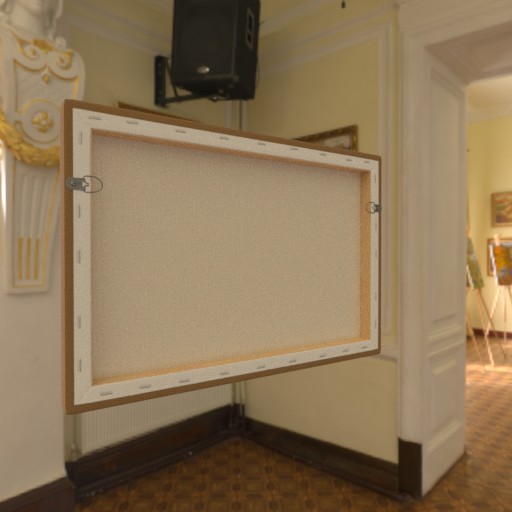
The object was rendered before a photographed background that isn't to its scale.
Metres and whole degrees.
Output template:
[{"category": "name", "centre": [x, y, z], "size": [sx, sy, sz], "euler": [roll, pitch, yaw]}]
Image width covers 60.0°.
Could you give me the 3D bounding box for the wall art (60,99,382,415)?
[{"category": "wall art", "centre": [0.000, 0.000, 0.467], "size": [0.380, 0.254, 0.019], "euler": [0, 1, -35]}]
